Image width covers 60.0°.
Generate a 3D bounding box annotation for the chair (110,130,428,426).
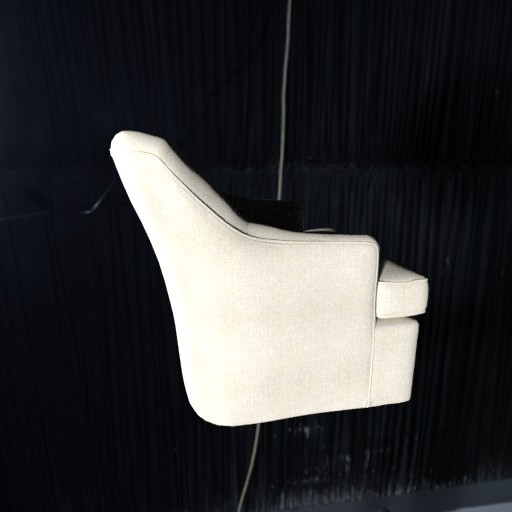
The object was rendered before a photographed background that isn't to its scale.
[{"bbox_3d":[0.000,0.000,1.580,0.923,0.856,0.864,-3,15,-11],"label":"chair"}]
